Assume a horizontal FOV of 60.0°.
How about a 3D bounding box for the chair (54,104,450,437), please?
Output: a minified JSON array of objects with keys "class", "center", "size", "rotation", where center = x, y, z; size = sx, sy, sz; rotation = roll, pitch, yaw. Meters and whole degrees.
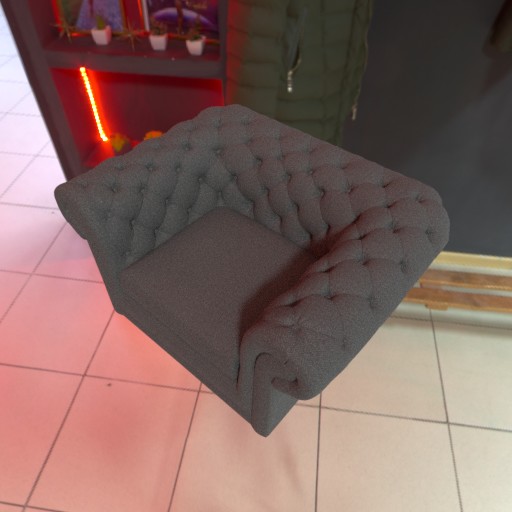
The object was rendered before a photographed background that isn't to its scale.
[{"class":"chair","center":[0.000,0.000,1.892],"size":[1.270,0.770,0.976],"rotation":[32,54,27]}]
